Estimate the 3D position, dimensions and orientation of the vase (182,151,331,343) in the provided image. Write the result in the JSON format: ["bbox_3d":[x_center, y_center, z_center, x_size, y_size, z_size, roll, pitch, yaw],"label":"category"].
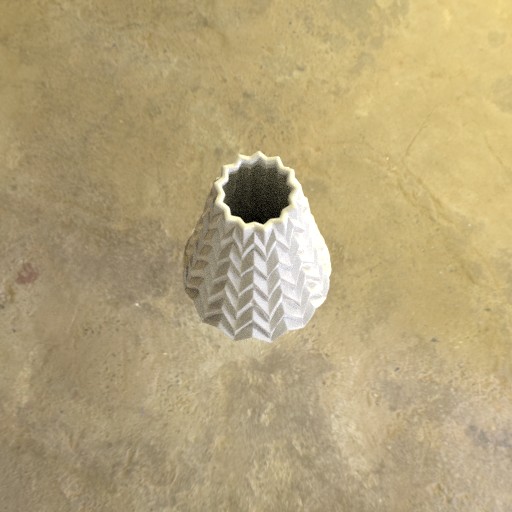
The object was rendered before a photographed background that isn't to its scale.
[{"bbox_3d":[0.000,0.000,0.437,0.167,0.328,0.167,0,76,0],"label":"vase"}]
